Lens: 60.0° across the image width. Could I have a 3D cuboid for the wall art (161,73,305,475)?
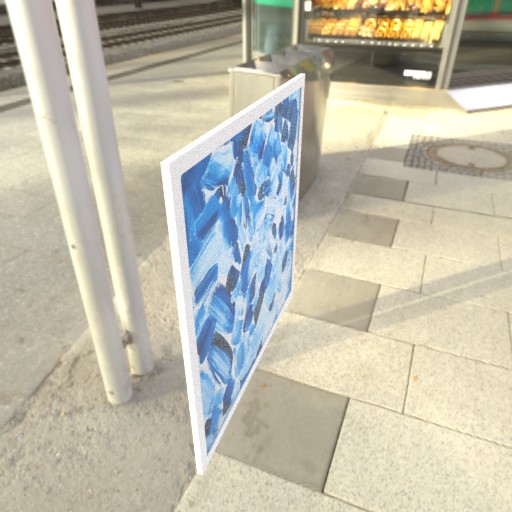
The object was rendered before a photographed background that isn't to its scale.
[{"bbox_3d":[0.000,0.000,1.220,0.015,0.812,0.812,11,34,17],"label":"wall art"}]
